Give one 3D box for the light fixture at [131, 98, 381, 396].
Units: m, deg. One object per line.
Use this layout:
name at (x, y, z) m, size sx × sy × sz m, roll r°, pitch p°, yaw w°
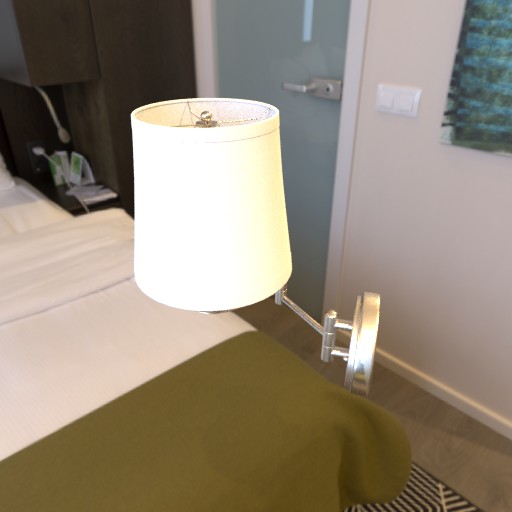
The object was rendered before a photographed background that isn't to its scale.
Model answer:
light fixture at (0.000, 0.000, 0.612) m, size 0.348 × 0.381 × 0.223 m, roll 8°, pitch 30°, yaw 13°
